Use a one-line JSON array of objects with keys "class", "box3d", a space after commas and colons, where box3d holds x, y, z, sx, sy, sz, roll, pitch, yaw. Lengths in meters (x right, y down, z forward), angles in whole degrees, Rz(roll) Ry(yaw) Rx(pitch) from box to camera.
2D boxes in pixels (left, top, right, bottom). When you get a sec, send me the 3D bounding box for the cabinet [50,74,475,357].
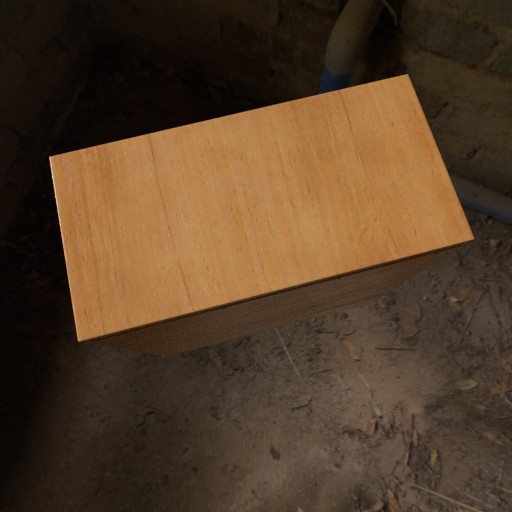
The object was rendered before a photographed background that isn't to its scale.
[{"class": "cabinet", "box3d": [0.000, 0.000, 1.396, 0.800, 1.001, 0.419, -14, 76, -4]}]
